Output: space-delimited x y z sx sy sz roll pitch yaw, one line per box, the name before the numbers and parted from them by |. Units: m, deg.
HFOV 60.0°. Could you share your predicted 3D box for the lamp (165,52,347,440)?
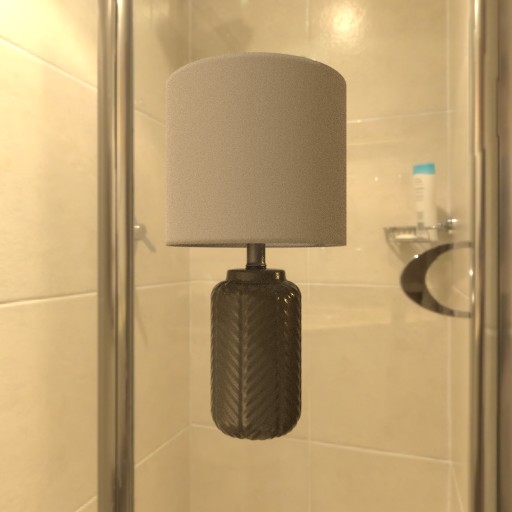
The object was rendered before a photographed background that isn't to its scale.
lamp | 0.000 0.000 0.507 0.203 0.389 0.203 0 0 -18
